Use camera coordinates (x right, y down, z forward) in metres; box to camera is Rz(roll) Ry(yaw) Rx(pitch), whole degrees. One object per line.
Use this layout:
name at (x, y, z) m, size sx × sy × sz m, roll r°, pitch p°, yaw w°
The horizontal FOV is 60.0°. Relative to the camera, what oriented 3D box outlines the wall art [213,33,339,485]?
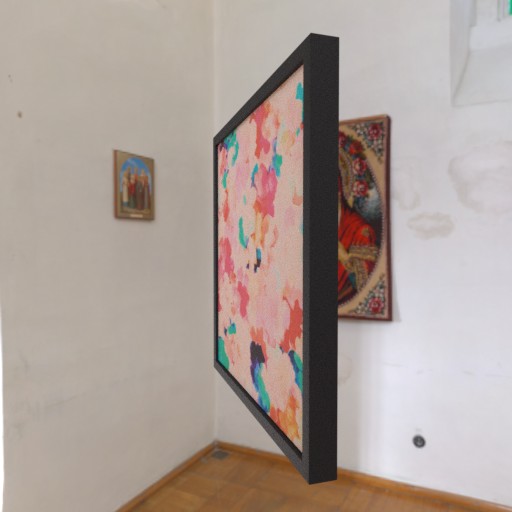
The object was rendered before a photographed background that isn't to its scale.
wall art at (0.000, 0.000, 0.739) m, size 0.036 × 0.503 × 0.506 m, roll 0°, pitch 2°, yaw -18°
